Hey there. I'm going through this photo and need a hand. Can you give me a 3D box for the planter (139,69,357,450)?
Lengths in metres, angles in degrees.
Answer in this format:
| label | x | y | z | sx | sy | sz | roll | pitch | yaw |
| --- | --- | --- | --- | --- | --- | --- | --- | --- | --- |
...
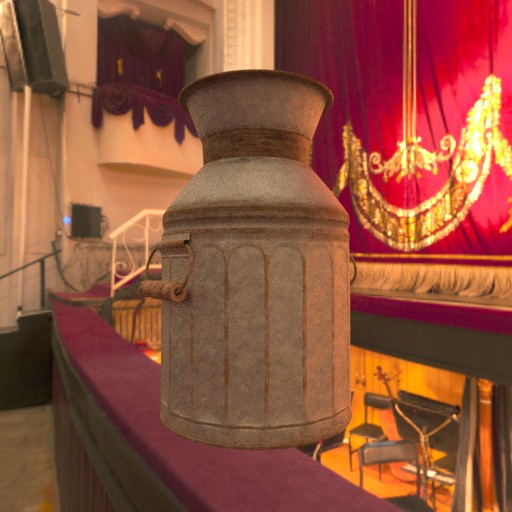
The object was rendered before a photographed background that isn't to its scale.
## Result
| label | x | y | z | sx | sy | sz | roll | pitch | yaw |
| --- | --- | --- | --- | --- | --- | --- | --- | --- | --- |
| planter | 0.000 | 0.000 | 0.510 | 0.248 | 0.358 | 0.215 | 1 | -1 | -35 |
